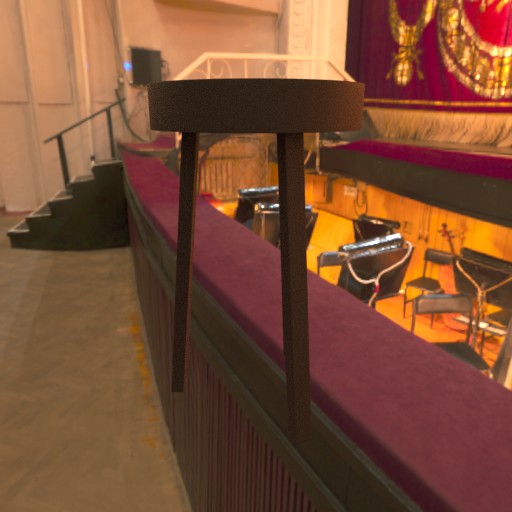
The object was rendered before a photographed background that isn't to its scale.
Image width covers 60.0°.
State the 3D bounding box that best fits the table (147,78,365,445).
[{"bbox_3d":[0.000,0.000,0.955,0.406,0.686,0.406,-9,20,-26],"label":"table"}]
